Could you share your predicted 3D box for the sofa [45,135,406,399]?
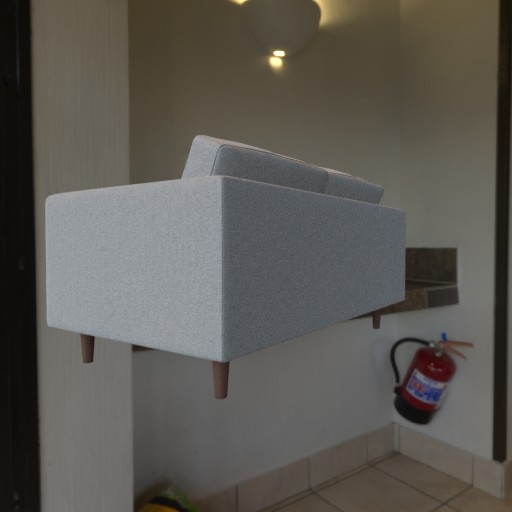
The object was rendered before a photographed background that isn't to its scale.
[{"bbox_3d":[0.000,0.000,2.272,1.000,0.900,1.731,1,2,35],"label":"sofa"}]
